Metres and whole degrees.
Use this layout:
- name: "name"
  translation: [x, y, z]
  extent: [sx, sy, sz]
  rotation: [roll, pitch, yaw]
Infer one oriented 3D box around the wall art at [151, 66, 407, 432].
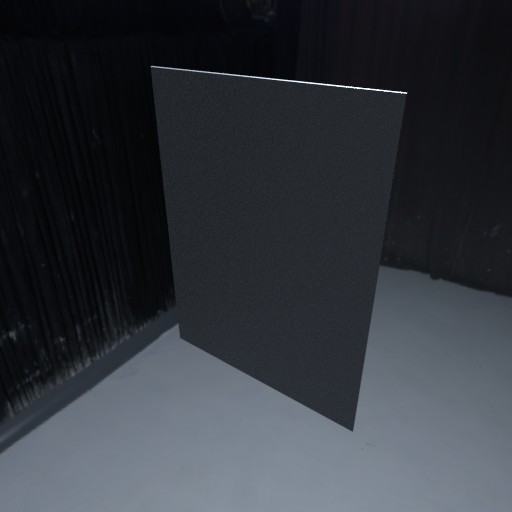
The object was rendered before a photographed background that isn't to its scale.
- name: "wall art"
  translation: [0.000, 0.000, 0.808]
  extent: [0.457, 0.609, 0.003]
  rotation: [20, 35, 31]
